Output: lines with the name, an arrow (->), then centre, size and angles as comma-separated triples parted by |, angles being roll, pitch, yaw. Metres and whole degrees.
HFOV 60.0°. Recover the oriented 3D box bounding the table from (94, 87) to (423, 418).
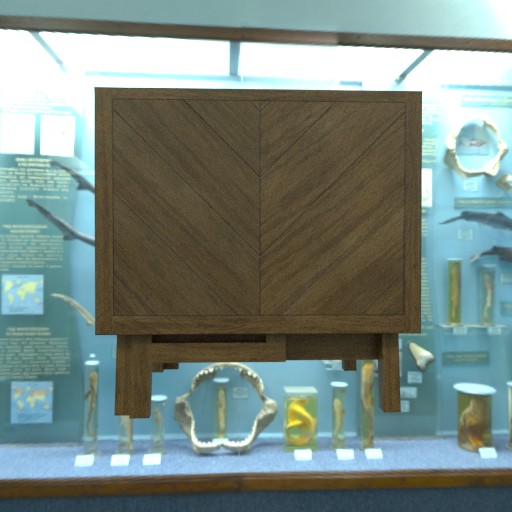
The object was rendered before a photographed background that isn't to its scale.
table -> 0.000, 0.000, 1.294 | 0.746, 0.763, 0.591 | 0, -1, -2
